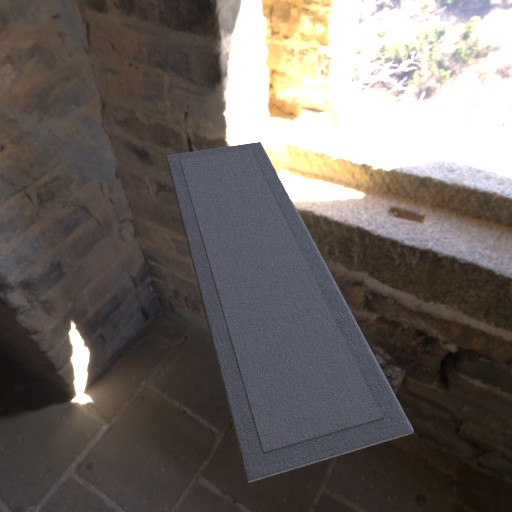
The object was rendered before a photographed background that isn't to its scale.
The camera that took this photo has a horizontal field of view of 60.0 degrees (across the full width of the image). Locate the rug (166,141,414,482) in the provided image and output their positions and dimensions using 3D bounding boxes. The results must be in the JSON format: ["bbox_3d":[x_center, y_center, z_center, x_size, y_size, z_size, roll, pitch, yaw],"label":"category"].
[{"bbox_3d":[0.000,0.000,2.675,0.759,0.012,2.430,-11,47,-11],"label":"rug"}]
